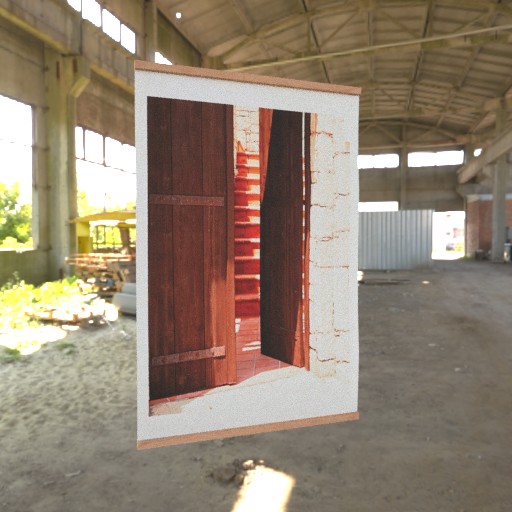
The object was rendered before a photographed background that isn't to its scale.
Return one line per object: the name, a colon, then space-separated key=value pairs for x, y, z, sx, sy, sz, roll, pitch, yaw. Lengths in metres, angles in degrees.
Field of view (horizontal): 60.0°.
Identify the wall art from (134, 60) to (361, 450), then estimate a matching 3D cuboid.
wall art: x=0.000 y=0.000 z=0.634 sx=0.332 sy=0.508 sz=0.012 roll=-1 pitch=2 yaw=-18
